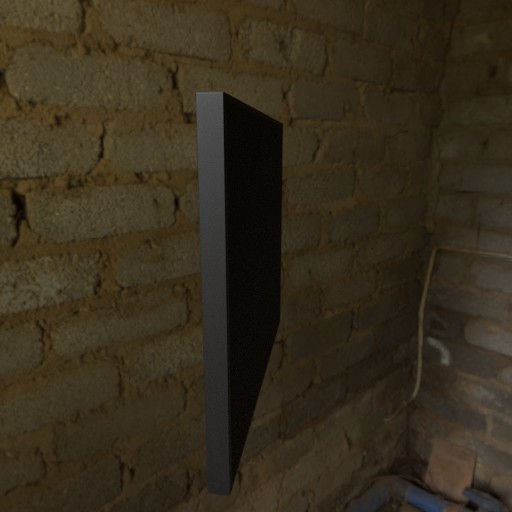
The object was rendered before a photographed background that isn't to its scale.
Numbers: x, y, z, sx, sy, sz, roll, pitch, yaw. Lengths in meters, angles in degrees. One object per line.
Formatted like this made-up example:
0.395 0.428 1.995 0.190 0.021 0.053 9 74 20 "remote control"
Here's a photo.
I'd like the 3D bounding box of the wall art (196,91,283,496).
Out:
0.000 0.000 0.747 0.029 0.458 0.559 2 14 9 "wall art"
